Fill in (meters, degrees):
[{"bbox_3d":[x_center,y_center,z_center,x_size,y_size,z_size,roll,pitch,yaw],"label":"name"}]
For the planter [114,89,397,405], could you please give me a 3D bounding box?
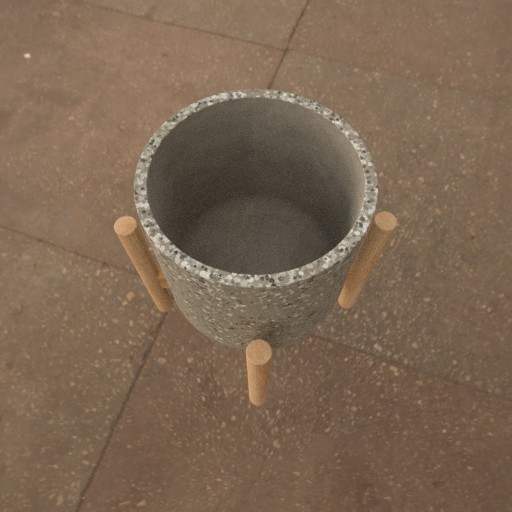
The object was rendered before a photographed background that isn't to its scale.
[{"bbox_3d":[0.000,0.000,0.548,0.284,0.320,0.284,19,64,10],"label":"planter"}]
